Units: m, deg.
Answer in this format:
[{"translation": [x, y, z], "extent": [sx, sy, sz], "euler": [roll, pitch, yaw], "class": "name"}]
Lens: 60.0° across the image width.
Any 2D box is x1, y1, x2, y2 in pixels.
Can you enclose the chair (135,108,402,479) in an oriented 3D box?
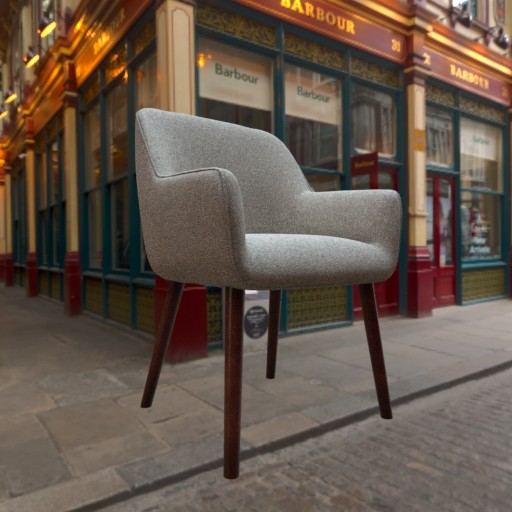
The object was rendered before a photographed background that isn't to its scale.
[{"translation": [0.000, 0.000, 1.142], "extent": [0.543, 0.803, 0.519], "euler": [-1, 1, -37], "class": "chair"}]
